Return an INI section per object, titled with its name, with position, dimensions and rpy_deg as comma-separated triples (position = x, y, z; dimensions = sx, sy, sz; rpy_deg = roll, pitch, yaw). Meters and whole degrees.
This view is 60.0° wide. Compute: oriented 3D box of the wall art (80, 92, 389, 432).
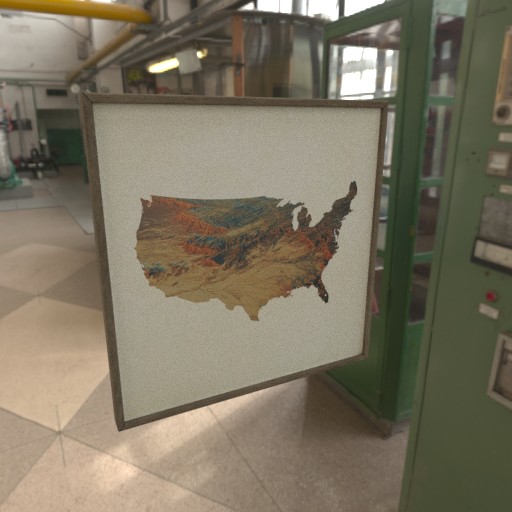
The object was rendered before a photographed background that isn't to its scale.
[wall art]
position = 0.000, 0.000, 1.116
dimensions = 0.749, 0.751, 0.050
rpy_deg = -8, 19, -26
